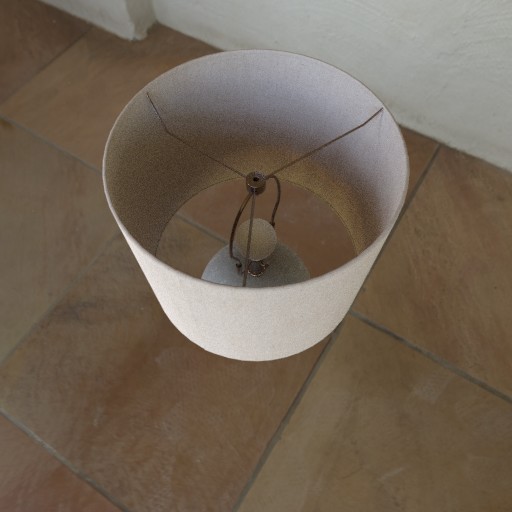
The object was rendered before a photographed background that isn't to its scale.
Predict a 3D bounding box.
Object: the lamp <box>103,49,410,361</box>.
[{"bbox_3d":[0.000,0.000,0.573,0.269,0.409,0.269,32,67,15],"label":"lamp"}]
